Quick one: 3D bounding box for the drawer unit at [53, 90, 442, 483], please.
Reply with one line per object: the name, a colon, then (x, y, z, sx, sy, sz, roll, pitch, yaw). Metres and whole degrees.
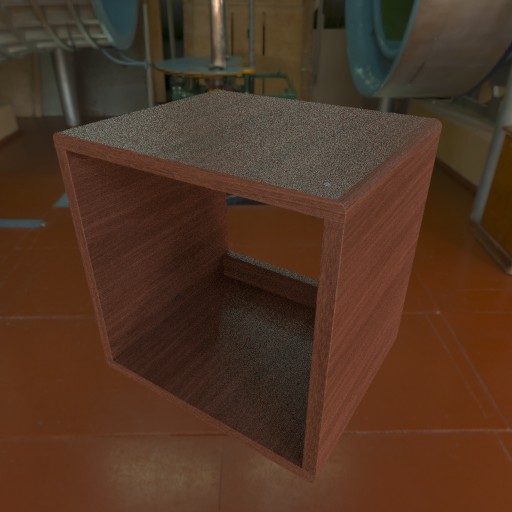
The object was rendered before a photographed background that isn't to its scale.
drawer unit: (0.000, 0.000, 0.601, 0.349, 0.351, 0.290, 19, 36, 28)
